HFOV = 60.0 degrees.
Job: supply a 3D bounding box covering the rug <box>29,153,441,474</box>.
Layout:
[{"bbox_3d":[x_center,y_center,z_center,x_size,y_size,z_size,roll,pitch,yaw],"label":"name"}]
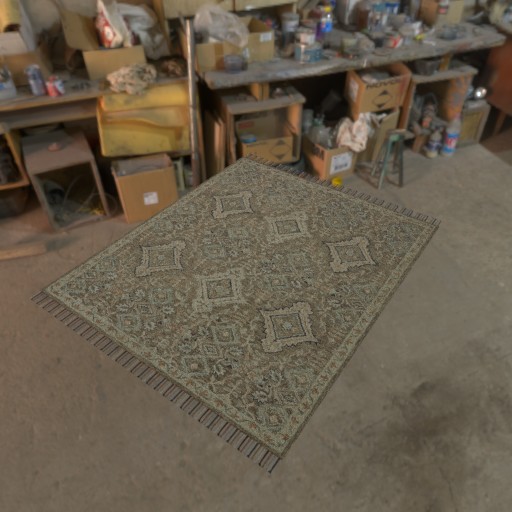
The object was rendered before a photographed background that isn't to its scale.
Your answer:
[{"bbox_3d":[0.000,0.000,4.064,2.437,0.010,3.056,25,47,26],"label":"rug"}]
